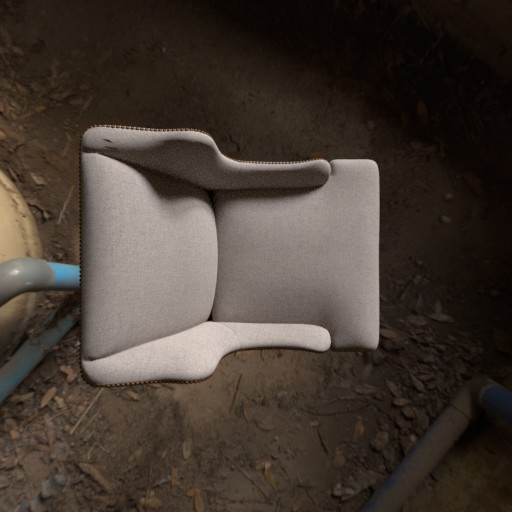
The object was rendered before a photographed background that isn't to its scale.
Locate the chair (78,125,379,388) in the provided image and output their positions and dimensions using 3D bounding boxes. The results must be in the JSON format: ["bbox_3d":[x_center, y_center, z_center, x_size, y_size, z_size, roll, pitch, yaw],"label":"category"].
[{"bbox_3d":[0.000,0.000,1.638,0.940,1.029,0.737,0,90,-1],"label":"chair"}]
